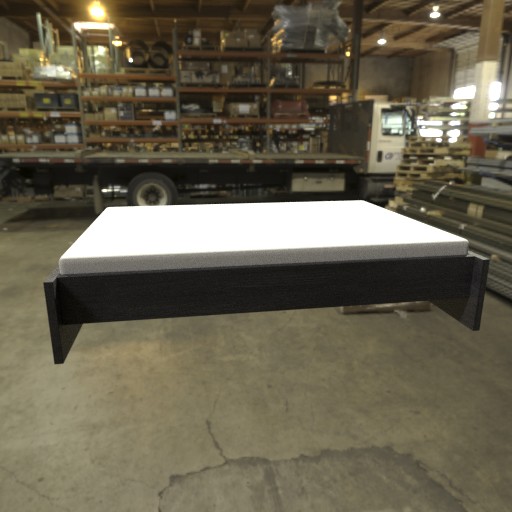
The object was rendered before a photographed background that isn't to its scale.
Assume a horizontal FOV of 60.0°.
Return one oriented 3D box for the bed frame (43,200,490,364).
[{"bbox_3d":[0.000,0.000,2.645,1.950,0.432,1.490,-3,16,-9],"label":"bed frame"}]
